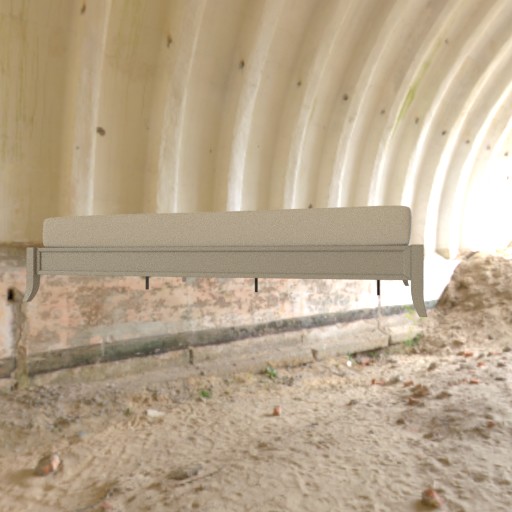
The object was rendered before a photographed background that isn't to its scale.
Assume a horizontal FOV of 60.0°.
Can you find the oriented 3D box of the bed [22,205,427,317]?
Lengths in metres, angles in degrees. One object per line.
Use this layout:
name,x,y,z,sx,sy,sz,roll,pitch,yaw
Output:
bed,0.000,0.000,3.116,2.108,0.510,2.007,0,0,17
